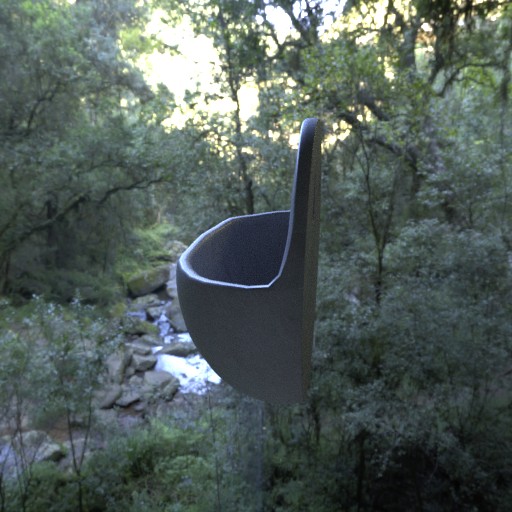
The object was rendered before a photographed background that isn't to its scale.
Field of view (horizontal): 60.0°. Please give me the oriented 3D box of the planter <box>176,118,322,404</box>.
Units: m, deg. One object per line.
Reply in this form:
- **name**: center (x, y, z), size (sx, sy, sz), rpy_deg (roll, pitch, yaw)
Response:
- **planter**: center (0.000, 0.000, 0.276), size (0.073, 0.164, 0.190), rpy_deg (3, 16, 10)
